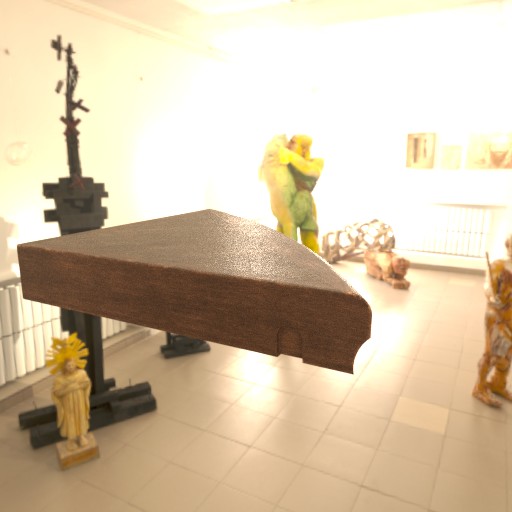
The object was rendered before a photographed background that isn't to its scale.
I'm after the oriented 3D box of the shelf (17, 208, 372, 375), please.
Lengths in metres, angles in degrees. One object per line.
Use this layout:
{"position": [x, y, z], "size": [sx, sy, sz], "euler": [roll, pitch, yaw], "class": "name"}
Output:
{"position": [0.000, 0.000, 0.453], "size": [0.310, 0.050, 0.310], "euler": [7, 15, 27], "class": "shelf"}
